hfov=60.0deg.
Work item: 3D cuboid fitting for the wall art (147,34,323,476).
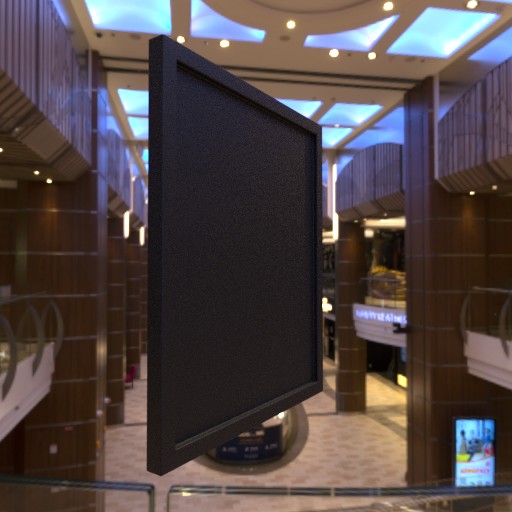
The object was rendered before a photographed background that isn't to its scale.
[{"bbox_3d":[0.000,0.000,0.754,0.028,0.559,0.457,-1,-1,35],"label":"wall art"}]
